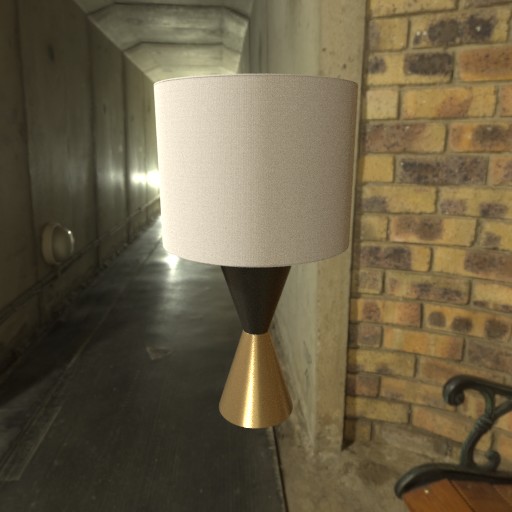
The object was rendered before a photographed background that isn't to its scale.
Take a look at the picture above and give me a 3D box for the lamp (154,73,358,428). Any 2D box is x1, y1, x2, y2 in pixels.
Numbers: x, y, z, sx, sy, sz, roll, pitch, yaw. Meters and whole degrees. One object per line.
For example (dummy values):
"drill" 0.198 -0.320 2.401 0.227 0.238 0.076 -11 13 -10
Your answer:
"lamp" 0.000 0.000 0.746 0.304 0.573 0.304 -13 20 -40
